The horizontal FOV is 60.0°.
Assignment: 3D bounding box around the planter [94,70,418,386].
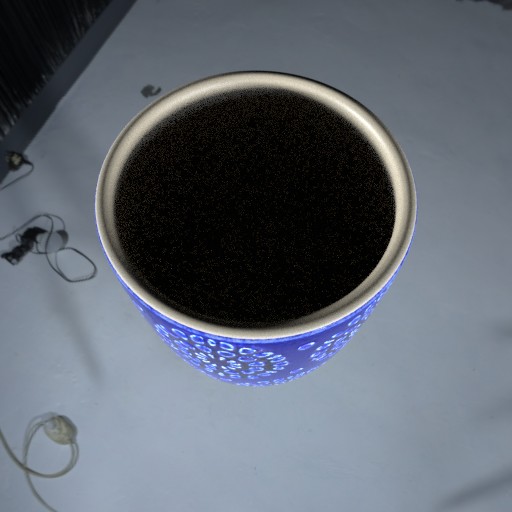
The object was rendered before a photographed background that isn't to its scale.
[{"bbox_3d":[0.000,0.000,0.198,0.109,0.112,0.109,0,64,0],"label":"planter"}]
